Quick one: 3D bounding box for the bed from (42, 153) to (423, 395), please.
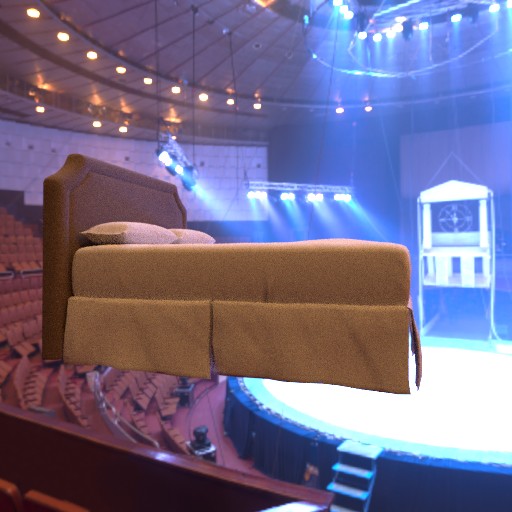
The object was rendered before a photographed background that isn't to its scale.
[{"bbox_3d":[0.000,0.000,3.071,2.116,1.290,1.693,0,0,18],"label":"bed"}]
